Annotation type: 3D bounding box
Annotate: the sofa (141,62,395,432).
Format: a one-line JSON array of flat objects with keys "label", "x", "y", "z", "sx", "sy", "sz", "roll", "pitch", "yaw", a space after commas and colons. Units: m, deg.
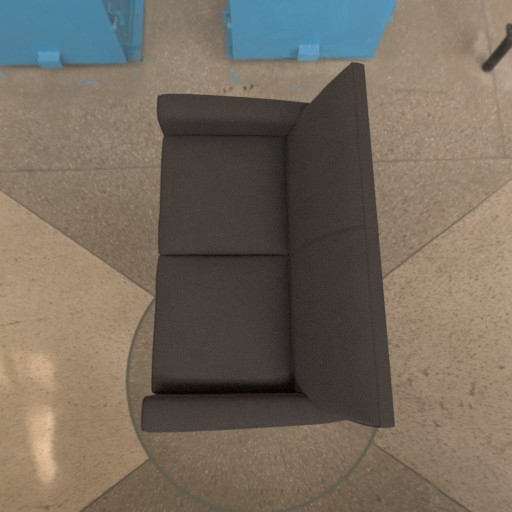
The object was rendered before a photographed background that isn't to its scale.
[{"label": "sofa", "x": 0.000, "y": 0.000, "z": 1.966, "sx": 0.871, "sy": 0.846, "sz": 1.420, "roll": -1, "pitch": 75, "yaw": 0}]
